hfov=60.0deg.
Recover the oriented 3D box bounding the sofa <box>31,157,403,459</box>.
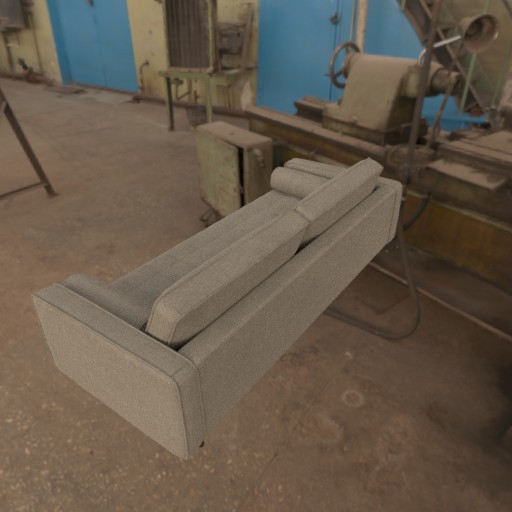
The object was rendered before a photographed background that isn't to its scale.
[{"bbox_3d":[0.000,0.000,2.572,0.914,0.762,2.211,21,37,30],"label":"sofa"}]
